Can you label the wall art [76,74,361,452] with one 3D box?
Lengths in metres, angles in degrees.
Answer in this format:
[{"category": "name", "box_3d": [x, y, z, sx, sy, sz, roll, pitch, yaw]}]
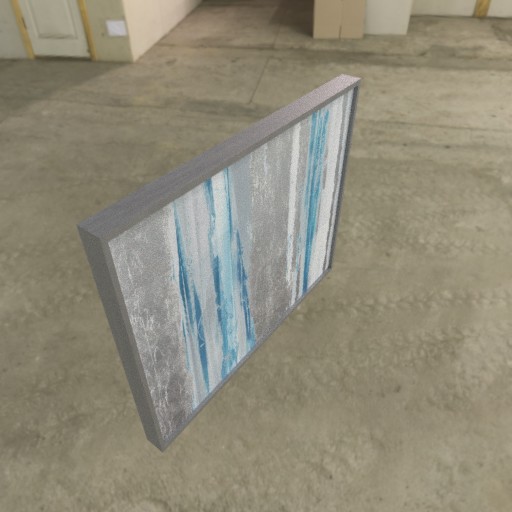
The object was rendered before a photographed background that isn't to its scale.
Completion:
[{"category": "wall art", "box_3d": [0.000, 0.000, 0.757, 0.037, 0.450, 0.557, 26, 47, 27]}]
